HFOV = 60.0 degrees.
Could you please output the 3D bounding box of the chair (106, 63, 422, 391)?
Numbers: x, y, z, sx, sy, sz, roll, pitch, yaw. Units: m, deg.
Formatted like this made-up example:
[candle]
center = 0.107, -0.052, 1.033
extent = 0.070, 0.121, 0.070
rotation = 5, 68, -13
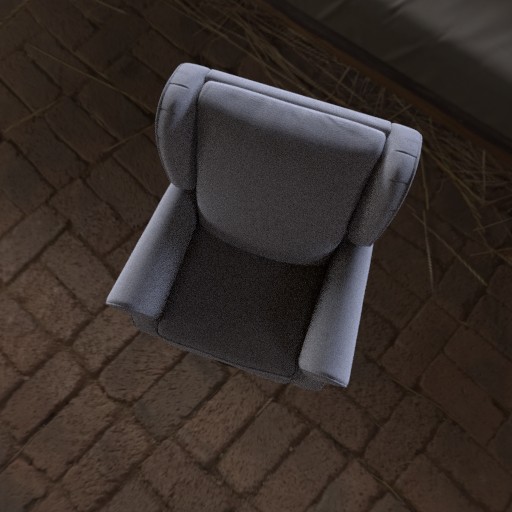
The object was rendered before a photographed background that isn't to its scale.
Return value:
[chair]
center = 0.000, 0.000, 1.704
extent = 0.906, 0.966, 0.854
rotation = 18, 76, 5
